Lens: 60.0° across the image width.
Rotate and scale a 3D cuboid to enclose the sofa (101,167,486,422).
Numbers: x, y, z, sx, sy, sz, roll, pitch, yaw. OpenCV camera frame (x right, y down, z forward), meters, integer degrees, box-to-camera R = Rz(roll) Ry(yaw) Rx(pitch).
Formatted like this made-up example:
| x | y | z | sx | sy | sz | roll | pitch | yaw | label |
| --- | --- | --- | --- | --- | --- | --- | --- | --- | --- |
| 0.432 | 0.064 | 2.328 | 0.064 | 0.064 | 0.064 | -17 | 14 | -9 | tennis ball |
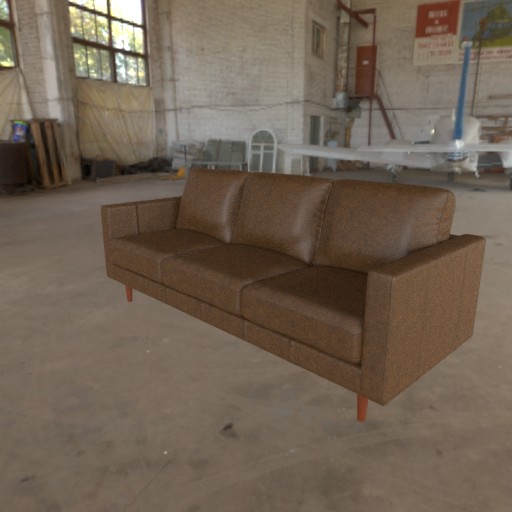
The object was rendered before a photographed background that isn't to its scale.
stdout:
| x | y | z | sx | sy | sz | roll | pitch | yaw | label |
| --- | --- | --- | --- | --- | --- | --- | --- | --- | --- |
| 0.000 | 0.000 | 2.637 | 0.903 | 0.930 | 2.231 | -14 | 21 | -42 | sofa |
